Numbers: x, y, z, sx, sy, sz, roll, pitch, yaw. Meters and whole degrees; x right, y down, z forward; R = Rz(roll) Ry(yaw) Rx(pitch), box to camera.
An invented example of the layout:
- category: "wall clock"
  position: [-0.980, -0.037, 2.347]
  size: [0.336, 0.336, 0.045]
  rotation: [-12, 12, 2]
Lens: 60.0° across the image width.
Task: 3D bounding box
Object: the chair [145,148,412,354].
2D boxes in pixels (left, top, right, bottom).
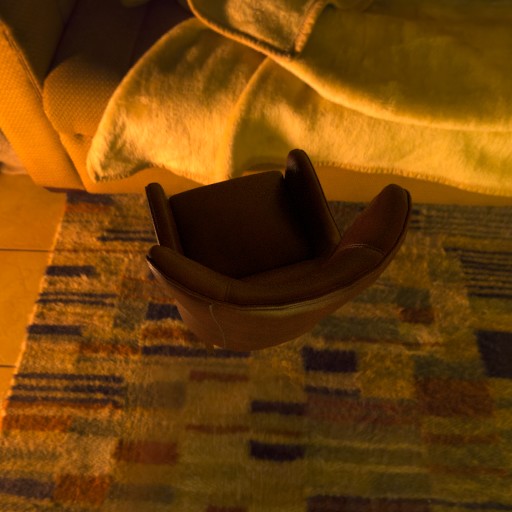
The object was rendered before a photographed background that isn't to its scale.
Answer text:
- category: "chair"
  position: [0.000, 0.000, 1.644]
  size: [0.692, 1.048, 0.914]
  rotation: [-15, 60, -9]
